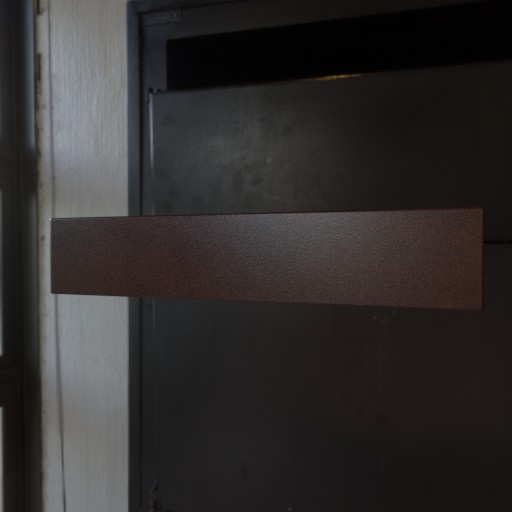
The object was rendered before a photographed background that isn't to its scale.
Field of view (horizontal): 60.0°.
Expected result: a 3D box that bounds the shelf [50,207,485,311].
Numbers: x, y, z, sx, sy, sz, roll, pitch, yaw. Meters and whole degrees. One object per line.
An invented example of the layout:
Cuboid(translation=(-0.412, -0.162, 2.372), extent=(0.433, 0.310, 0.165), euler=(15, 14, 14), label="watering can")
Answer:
Cuboid(translation=(0.000, 0.000, 0.519), extent=(0.457, 0.088, 0.152), euler=(0, 1, 18), label="shelf")
